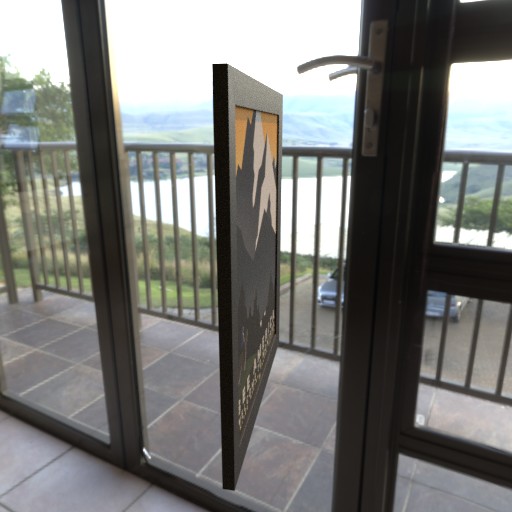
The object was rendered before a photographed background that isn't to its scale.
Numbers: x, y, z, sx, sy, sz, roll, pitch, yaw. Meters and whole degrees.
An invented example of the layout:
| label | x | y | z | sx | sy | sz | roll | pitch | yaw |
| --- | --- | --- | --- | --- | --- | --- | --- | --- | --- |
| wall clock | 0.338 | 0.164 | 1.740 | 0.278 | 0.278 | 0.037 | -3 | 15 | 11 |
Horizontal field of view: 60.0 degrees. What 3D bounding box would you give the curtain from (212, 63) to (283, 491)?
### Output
| label | x | y | z | sx | sy | sz | roll | pitch | yaw |
| --- | --- | --- | --- | --- | --- | --- | --- | --- | --- |
| curtain | 0.000 | 0.000 | 0.805 | 0.027 | 0.585 | 0.483 | 3 | 16 | 10 |
